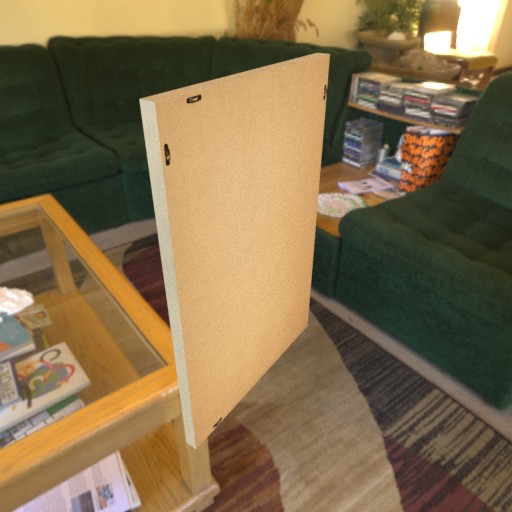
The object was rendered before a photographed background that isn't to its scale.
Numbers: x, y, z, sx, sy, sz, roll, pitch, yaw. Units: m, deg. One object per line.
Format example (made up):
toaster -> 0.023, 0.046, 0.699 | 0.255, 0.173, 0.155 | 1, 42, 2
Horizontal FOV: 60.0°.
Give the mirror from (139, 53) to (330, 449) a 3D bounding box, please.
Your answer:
mirror -> 0.000, 0.000, 1.173 | 0.041, 0.915, 0.609 | 21, 38, 29
